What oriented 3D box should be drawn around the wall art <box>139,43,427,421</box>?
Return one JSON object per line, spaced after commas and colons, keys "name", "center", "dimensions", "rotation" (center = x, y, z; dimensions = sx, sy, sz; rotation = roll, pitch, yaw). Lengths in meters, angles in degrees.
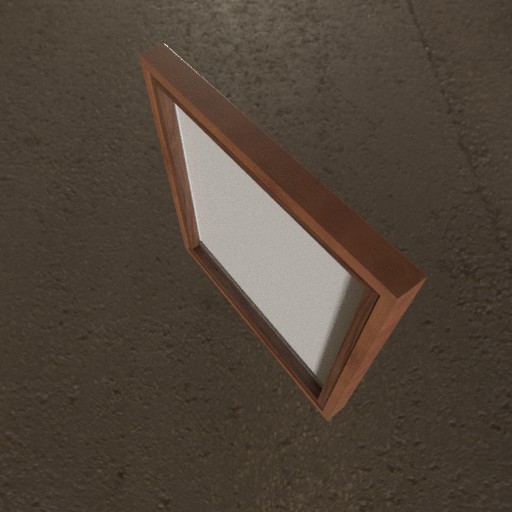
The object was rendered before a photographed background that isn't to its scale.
{"name": "wall art", "center": [0.000, 0.000, 0.601], "dimensions": [0.035, 0.403, 0.403], "rotation": [-33, 63, -19]}
